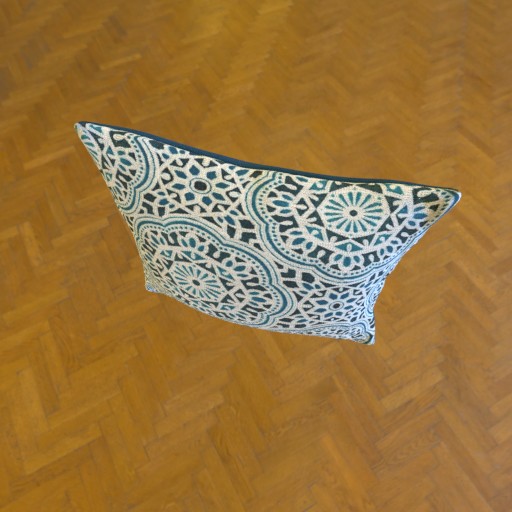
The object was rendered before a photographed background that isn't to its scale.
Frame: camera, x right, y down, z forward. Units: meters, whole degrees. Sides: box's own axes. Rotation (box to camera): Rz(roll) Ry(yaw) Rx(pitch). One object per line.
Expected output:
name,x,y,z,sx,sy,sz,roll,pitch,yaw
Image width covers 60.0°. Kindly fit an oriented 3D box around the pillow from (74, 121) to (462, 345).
pillow,0.000,0.000,0.655,0.440,0.420,0.145,13,59,8
